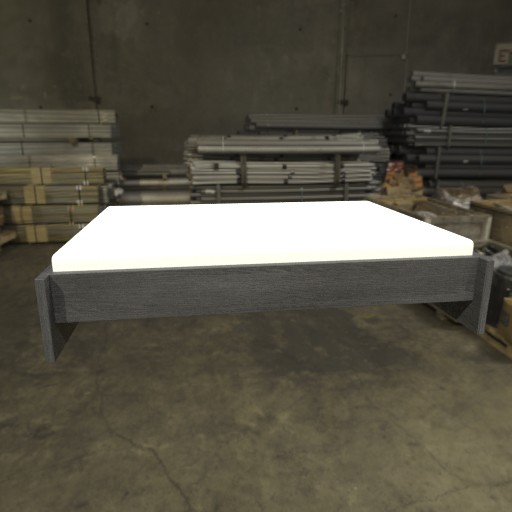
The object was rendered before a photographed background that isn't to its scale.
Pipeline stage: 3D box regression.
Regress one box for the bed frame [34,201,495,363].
[{"bbox_3d":[0.000,0.000,2.602,1.950,0.432,1.490,-2,15,-8],"label":"bed frame"}]
